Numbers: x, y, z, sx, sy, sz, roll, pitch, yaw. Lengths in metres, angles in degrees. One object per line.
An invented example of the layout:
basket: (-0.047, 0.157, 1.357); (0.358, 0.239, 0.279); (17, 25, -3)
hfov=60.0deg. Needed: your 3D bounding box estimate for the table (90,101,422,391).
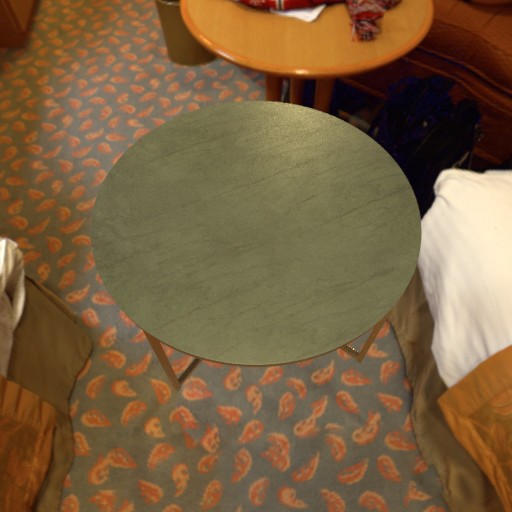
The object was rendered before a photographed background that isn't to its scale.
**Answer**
table: (0.000, 0.000, 1.281); (0.800, 0.450, 0.800); (0, 57, 0)
